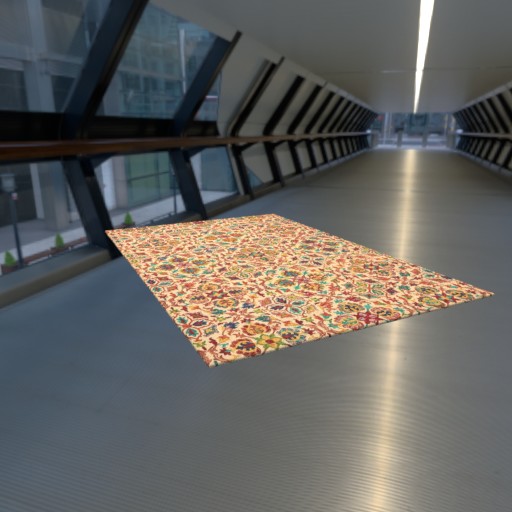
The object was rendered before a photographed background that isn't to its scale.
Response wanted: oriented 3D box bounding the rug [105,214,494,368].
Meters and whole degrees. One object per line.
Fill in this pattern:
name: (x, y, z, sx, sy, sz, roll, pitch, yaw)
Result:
rug: (0.000, 0.000, 2.302, 1.226, 0.013, 1.838, -8, 19, -26)
